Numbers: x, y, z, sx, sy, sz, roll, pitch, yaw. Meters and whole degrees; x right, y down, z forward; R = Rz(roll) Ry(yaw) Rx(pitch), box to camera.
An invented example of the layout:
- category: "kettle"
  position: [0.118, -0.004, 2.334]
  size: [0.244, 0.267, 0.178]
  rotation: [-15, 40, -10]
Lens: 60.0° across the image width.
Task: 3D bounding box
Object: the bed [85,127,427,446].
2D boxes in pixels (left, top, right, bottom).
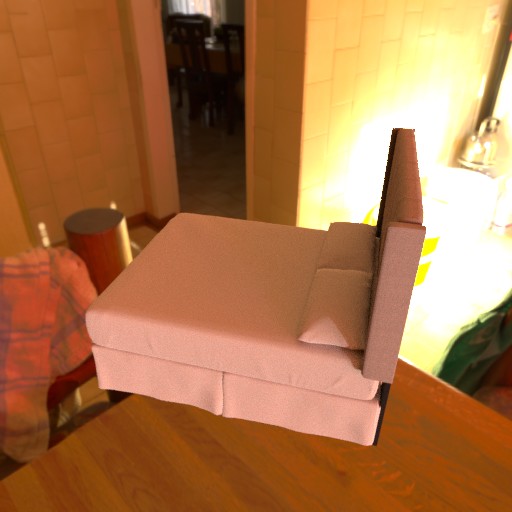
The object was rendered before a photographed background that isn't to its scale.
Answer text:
- category: "bed"
  position: [0.000, 0.000, 3.333]
  size: [2.066, 1.665, 1.719]
  rotation: [8, 33, 13]
